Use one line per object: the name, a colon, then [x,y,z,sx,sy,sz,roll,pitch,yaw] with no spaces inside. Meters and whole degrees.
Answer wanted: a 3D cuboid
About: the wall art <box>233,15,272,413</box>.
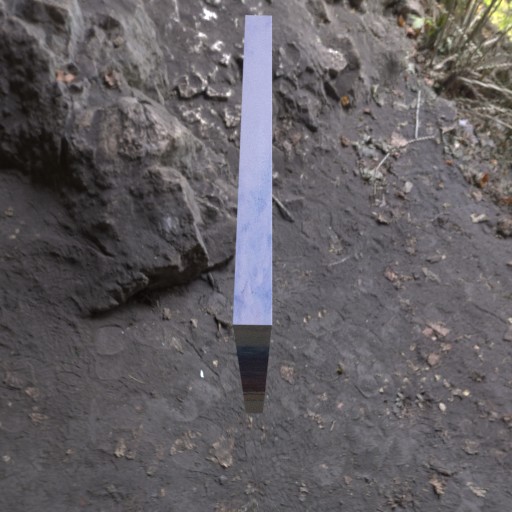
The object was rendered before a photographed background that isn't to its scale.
wall art: [0.000,0.000,0.760,0.036,0.581,0.437,1,63,0]
